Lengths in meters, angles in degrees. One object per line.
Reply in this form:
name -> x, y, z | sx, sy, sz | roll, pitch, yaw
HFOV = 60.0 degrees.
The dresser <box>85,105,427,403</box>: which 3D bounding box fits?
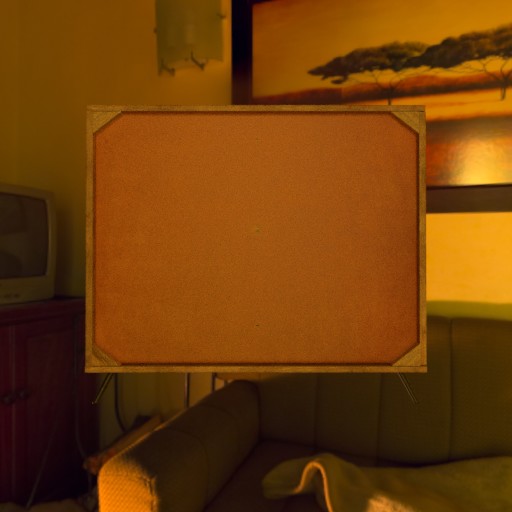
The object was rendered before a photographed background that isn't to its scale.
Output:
dresser -> 0.000, 0.000, 1.468 | 0.967, 0.847, 0.446 | 0, 0, 0
